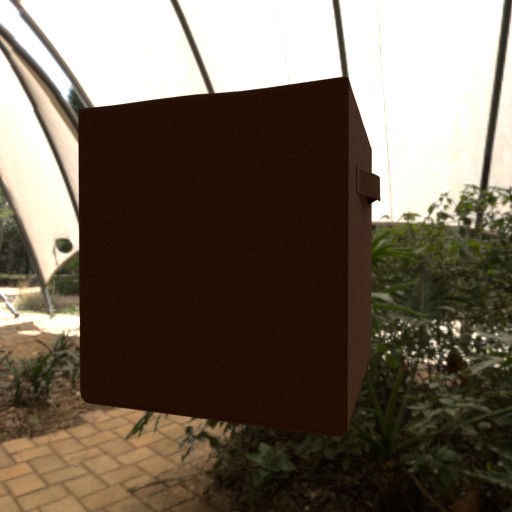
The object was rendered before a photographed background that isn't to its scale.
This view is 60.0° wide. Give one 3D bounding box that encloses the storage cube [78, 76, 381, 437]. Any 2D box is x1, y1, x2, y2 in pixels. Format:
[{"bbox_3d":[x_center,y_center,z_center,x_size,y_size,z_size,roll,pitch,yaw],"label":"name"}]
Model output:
[{"bbox_3d":[0.000,0.000,0.501,0.270,0.280,0.270,0,1,18],"label":"storage cube"}]
